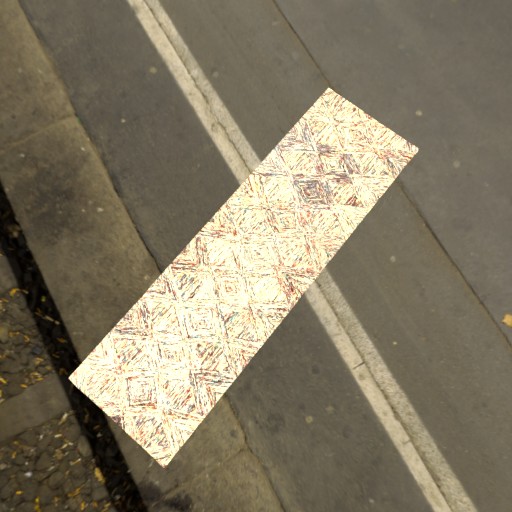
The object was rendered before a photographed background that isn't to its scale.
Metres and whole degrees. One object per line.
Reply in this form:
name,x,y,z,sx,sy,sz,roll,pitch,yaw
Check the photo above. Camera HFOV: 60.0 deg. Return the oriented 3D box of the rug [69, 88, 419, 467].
rug,0.000,0.000,2.509,0.688,0.015,2.292,38,78,10
